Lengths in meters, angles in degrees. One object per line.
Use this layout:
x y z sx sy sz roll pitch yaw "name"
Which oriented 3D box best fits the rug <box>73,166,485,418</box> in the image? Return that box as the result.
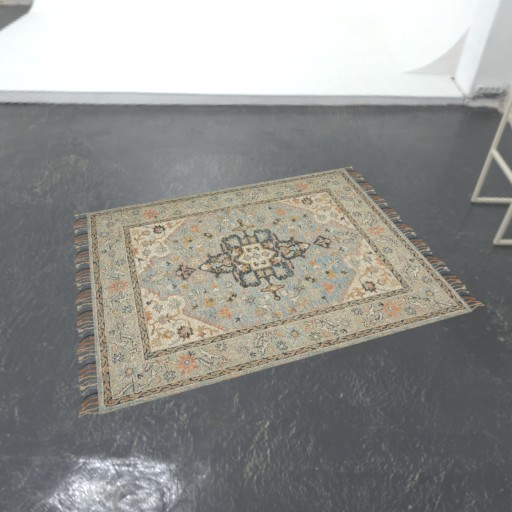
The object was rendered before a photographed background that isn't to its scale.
0.000 0.000 4.124 3.221 0.011 2.379 -12 43 -13 "rug"
